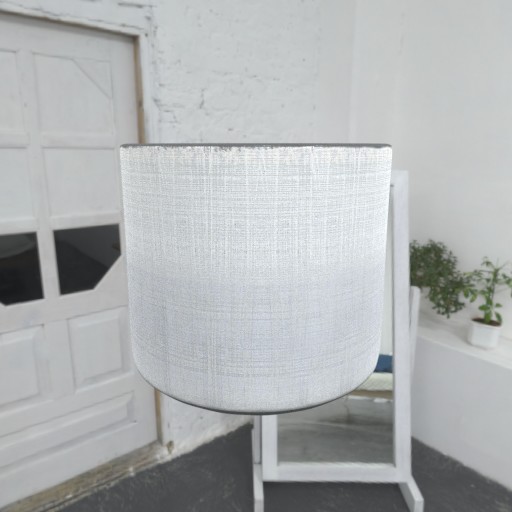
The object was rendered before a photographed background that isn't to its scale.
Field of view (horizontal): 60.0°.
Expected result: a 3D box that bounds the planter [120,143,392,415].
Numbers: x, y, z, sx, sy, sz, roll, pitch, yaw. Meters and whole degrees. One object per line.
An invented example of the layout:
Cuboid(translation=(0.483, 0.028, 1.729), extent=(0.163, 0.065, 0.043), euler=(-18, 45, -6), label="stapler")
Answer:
Cuboid(translation=(0.000, 0.000, 0.449), extent=(0.254, 0.221, 0.254), euler=(0, 14, 0), label="planter")
